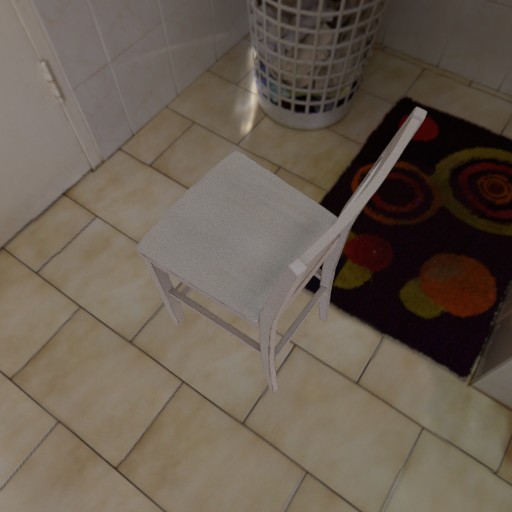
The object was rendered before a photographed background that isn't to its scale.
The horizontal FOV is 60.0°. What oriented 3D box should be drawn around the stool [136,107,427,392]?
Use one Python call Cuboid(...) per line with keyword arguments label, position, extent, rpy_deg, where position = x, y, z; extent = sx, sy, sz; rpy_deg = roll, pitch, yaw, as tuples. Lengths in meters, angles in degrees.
Cuboid(label="stool", position=(0.000, 0.000, 1.338), extent=(0.539, 1.079, 0.462), rpy_deg=(33, 66, 17))
